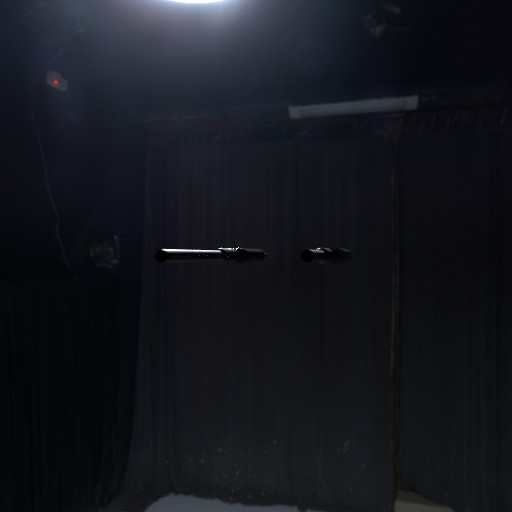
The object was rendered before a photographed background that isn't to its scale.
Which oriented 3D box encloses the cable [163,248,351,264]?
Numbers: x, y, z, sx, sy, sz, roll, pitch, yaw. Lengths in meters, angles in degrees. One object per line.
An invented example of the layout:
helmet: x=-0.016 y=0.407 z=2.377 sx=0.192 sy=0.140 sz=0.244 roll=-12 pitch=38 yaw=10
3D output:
cable: x=0.000 y=0.000 z=0.113 sx=0.041 sy=0.005 sz=0.098 roll=0 pitch=0 yaw=17
